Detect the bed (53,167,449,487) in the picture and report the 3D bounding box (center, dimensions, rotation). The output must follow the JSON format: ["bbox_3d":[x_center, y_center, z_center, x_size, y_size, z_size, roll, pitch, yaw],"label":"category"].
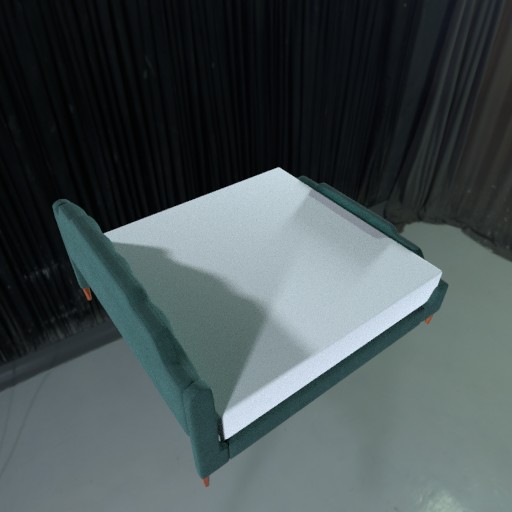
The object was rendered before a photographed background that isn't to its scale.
[{"bbox_3d":[0.000,0.000,3.501,2.340,1.245,2.074,-26,47,-27],"label":"bed"}]
